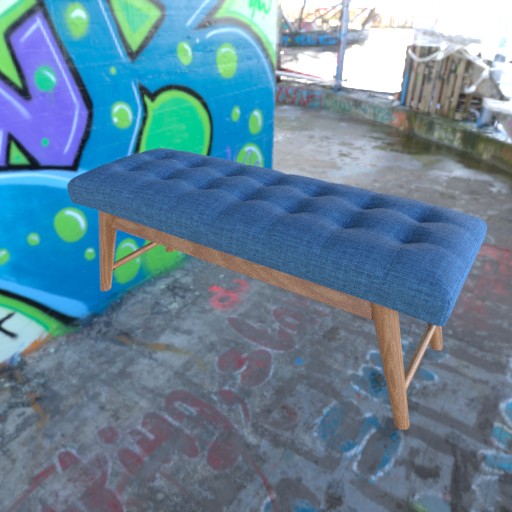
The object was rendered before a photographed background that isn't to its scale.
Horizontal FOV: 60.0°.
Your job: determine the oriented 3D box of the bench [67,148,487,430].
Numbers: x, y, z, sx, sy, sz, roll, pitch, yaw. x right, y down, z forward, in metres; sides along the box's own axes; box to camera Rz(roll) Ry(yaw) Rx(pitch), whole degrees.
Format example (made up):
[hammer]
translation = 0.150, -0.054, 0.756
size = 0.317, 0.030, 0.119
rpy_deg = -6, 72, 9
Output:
[bench]
translation = 0.000, 0.000, 1.304
size = 1.118, 0.432, 0.406
rpy_deg = 18, 35, 28
